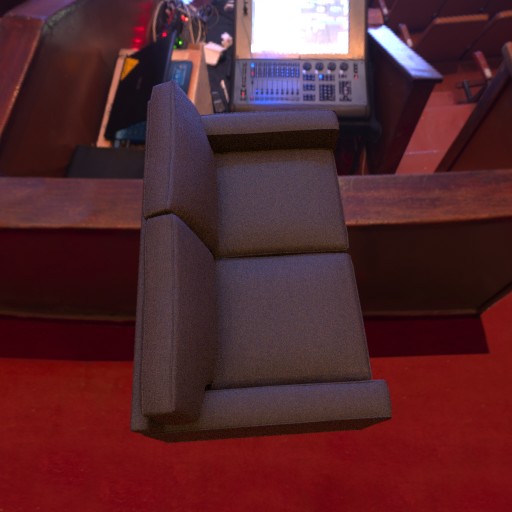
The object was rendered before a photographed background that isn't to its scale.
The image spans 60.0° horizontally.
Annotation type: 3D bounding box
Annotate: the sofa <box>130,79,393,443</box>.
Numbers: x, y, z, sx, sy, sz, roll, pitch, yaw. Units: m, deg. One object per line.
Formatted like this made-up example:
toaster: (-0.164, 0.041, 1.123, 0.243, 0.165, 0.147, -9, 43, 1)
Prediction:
sofa: (0.000, 0.000, 2.089, 0.974, 0.887, 1.534, -3, 64, -2)
